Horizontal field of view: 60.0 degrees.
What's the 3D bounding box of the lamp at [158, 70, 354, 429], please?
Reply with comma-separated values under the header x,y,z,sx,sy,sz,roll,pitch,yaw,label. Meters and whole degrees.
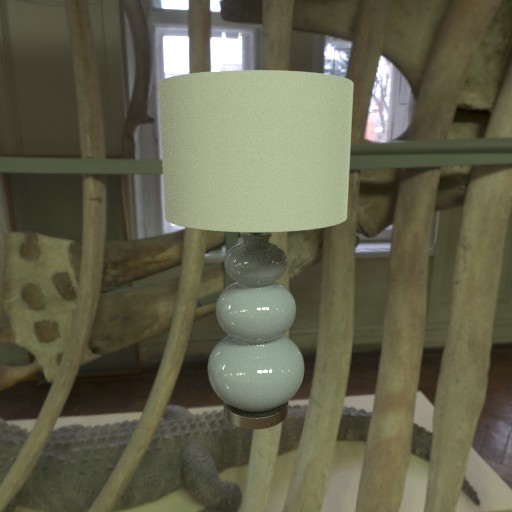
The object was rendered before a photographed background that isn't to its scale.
x,y,z,sx,sy,sz,roll,pitch,yaw,label
0.000,0.000,0.935,0.367,0.730,0.367,-2,14,-8,lamp
